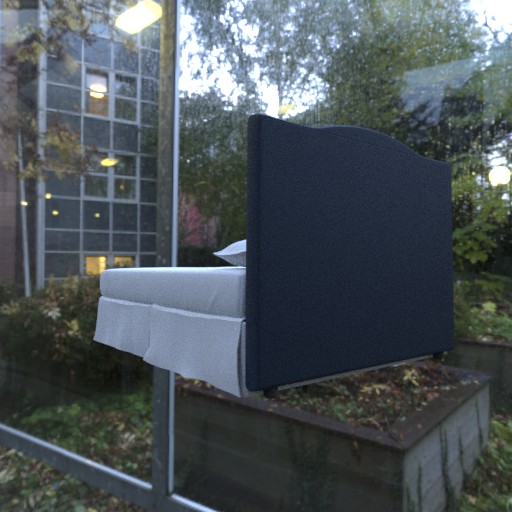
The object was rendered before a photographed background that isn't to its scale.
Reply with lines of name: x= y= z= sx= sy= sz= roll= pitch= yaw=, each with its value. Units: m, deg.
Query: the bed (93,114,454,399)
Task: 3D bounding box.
bed: x=0.000 y=0.000 z=3.465 sx=1.821 sy=1.436 sz=2.282 roll=1 pitch=-2 yaw=-37
